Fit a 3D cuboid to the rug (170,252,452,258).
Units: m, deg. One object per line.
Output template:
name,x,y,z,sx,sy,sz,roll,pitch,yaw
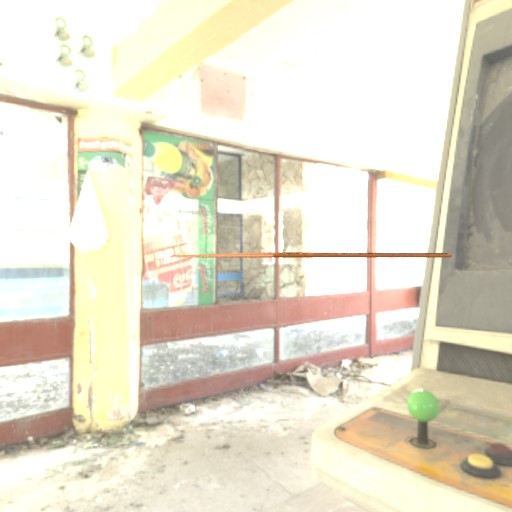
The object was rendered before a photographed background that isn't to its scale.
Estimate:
rug,0.000,0.000,2.476,0.651,0.016,2.274,0,0,-18
